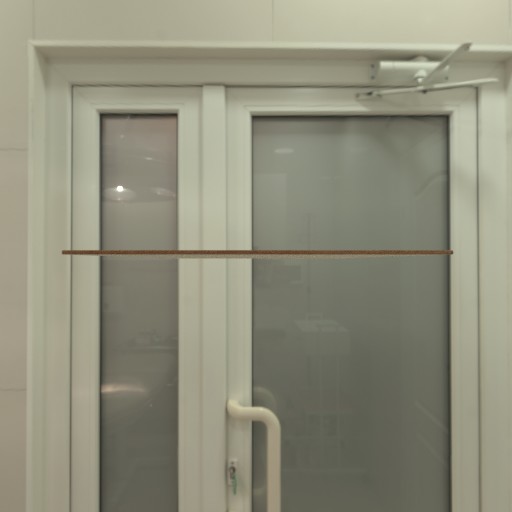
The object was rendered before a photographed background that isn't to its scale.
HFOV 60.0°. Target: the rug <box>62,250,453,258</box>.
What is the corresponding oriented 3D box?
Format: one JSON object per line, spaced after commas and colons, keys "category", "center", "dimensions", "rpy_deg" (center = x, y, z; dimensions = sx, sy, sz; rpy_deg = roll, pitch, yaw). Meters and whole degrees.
{"category": "rug", "center": [0.000, 0.000, 2.289], "dimensions": [1.219, 0.014, 1.829], "rpy_deg": [0, -1, 0]}
